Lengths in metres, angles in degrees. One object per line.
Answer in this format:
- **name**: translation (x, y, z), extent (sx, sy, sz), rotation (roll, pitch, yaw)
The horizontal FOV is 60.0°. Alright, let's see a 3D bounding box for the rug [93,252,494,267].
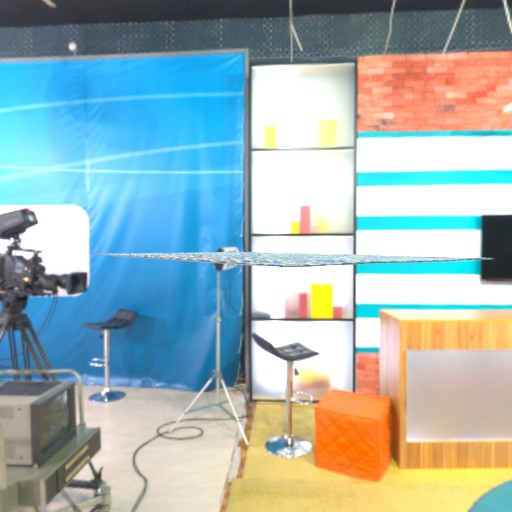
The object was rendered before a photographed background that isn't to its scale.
- **rug**: translation (0.000, 0.000, 3.024), extent (1.520, 0.011, 2.447), rotation (-1, 2, -35)
